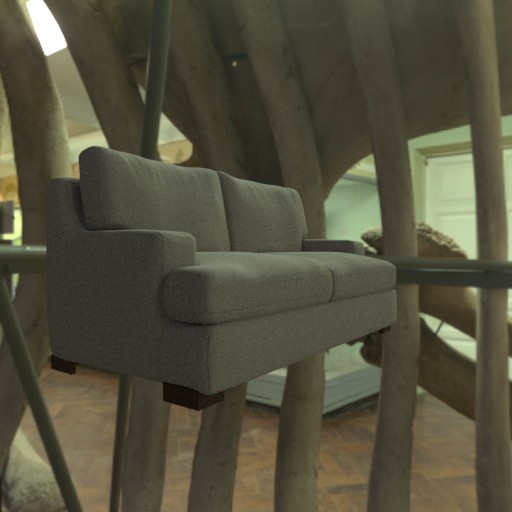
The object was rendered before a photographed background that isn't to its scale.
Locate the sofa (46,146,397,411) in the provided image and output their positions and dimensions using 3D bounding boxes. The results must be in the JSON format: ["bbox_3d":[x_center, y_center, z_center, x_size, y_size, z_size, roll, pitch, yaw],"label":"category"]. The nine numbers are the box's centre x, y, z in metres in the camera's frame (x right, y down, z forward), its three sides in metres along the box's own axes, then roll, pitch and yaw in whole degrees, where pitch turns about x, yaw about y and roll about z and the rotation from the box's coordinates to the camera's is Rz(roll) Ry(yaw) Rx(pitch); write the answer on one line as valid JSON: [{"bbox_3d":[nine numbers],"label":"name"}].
[{"bbox_3d":[0.000,0.000,2.379,0.962,0.980,1.855,0,1,36],"label":"sofa"}]
